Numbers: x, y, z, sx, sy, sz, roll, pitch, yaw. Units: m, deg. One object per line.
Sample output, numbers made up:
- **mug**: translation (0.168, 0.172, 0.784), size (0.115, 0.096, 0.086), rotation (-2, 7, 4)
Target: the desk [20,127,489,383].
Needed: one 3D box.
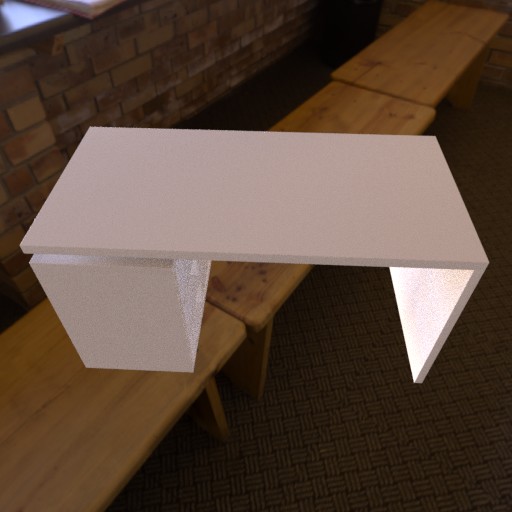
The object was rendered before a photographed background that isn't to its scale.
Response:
- **desk**: translation (0.000, 0.000, 1.824), size (1.400, 0.740, 0.690), rotation (2, 46, 2)
